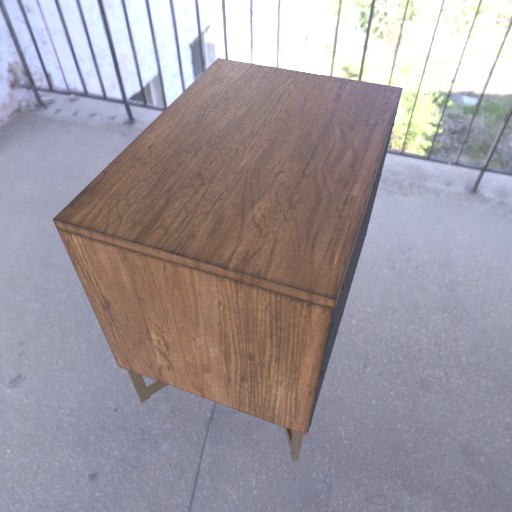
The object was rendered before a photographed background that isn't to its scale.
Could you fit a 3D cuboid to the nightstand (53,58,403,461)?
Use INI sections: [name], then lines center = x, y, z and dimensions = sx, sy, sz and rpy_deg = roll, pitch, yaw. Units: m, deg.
[nightstand]
center = 0.000, 0.000, 1.028
dimensions = 0.446, 0.610, 0.610
rpy_deg = 15, 49, 14
